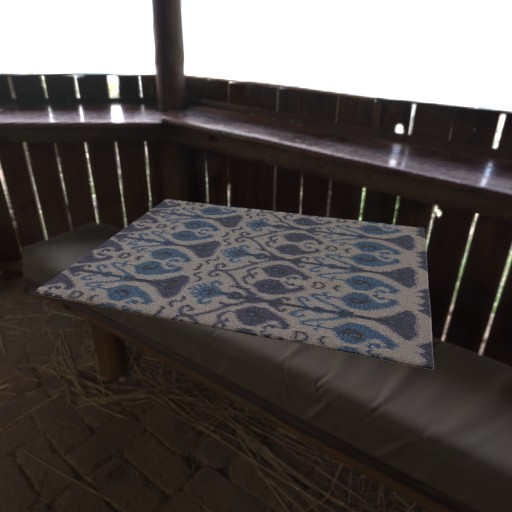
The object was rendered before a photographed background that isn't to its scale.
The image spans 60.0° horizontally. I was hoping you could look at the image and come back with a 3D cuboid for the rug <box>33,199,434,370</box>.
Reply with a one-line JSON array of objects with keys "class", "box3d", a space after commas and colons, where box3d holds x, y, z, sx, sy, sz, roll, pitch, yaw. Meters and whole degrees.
[{"class": "rug", "box3d": [0.000, 0.000, 4.382, 3.228, 0.024, 2.443, 8, 28, 15]}]
